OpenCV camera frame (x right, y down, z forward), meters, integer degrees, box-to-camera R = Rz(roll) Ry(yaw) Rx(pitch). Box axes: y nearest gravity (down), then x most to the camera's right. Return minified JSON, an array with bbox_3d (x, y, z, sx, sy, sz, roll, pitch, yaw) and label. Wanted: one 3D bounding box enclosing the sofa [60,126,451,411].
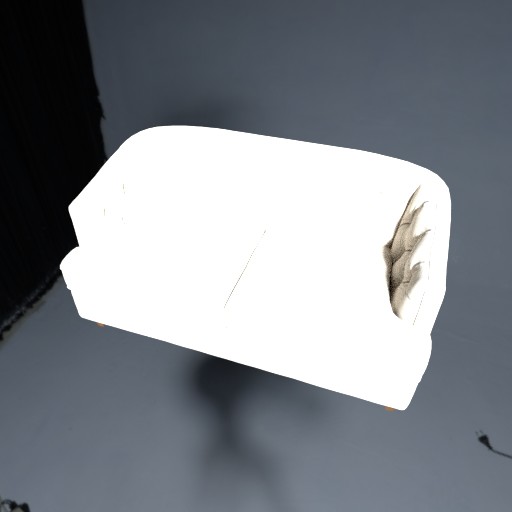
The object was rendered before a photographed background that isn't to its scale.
[{"bbox_3d":[0.000,0.000,2.266,1.731,0.878,0.940,13,42,14],"label":"sofa"}]
